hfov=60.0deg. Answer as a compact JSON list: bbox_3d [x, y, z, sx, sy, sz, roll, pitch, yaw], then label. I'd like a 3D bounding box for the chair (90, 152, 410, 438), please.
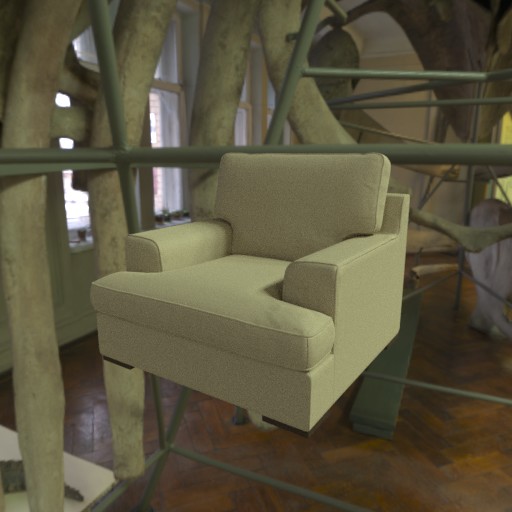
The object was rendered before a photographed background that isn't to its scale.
[{"bbox_3d":[0.000,0.000,2.200,1.293,1.005,1.274,6,14,25],"label":"chair"}]
